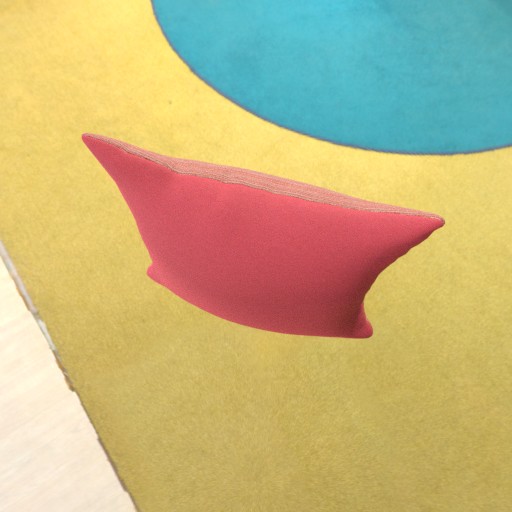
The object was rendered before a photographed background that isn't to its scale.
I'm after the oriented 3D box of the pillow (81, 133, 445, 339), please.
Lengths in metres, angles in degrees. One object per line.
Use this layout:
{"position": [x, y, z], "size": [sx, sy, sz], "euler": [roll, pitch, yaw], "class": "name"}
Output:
{"position": [0.000, 0.000, 0.842], "size": [0.559, 0.501, 0.229], "euler": [14, 64, 7], "class": "pillow"}
